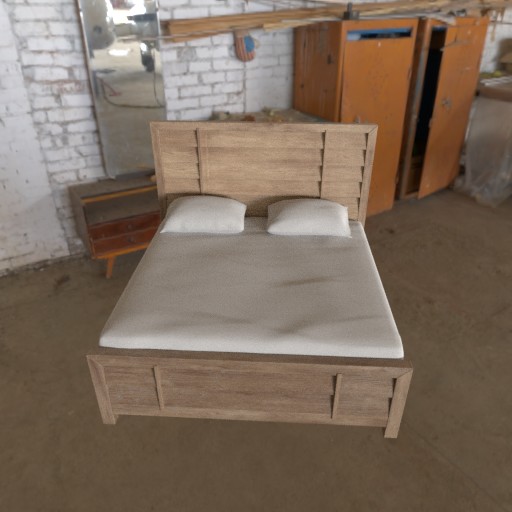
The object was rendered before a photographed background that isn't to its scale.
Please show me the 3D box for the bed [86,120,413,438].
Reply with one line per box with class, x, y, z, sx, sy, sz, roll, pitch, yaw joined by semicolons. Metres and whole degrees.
bed;0.000;0.000;3.522;2.032;1.626;2.032;2;30;3
